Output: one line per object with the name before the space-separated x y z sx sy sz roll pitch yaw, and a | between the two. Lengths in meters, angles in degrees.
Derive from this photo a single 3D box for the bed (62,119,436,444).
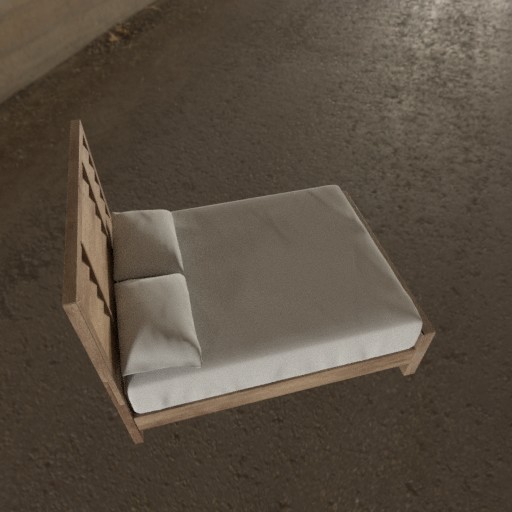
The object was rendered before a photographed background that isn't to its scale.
bed | 0.000 0.000 3.271 2.197 1.626 1.626 -11 48 -10
